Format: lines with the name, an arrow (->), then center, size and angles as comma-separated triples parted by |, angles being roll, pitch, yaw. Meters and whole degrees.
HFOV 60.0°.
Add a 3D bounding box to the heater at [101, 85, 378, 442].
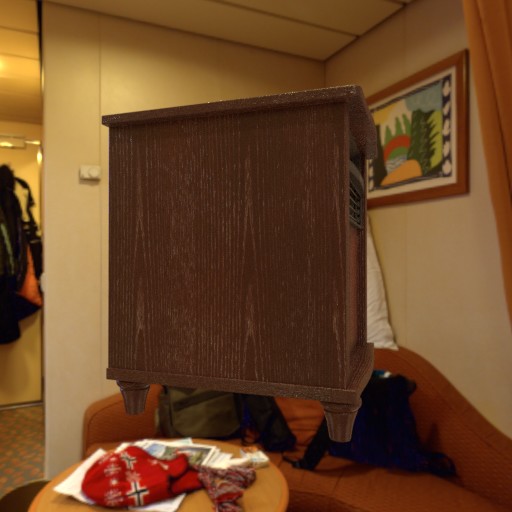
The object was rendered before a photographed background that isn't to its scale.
heater -> 0.000, 0.000, 0.764 | 0.400, 0.481, 0.362 | 0, 0, 18
